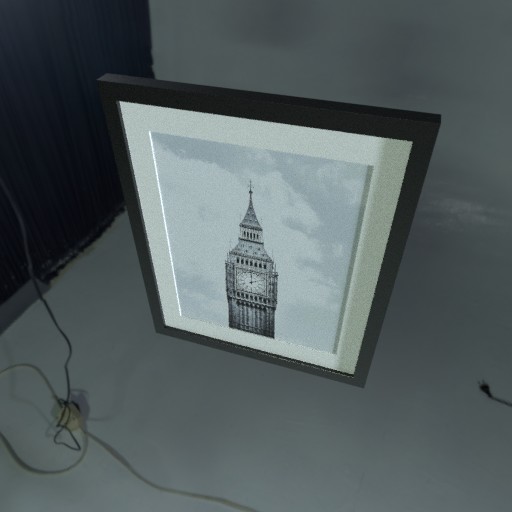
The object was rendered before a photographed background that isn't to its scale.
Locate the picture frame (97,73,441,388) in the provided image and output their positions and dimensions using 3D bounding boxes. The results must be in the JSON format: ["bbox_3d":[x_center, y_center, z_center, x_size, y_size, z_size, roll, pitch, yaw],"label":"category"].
[{"bbox_3d":[0.000,0.000,0.761,0.460,0.556,0.028,12,43,13],"label":"picture frame"}]
